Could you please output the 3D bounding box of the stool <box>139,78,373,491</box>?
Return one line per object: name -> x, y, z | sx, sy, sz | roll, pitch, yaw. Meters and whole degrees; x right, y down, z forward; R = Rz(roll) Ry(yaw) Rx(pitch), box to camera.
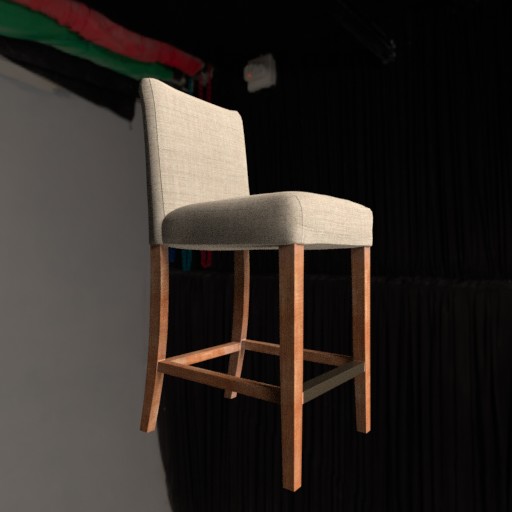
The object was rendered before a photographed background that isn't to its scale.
stool -> 0.000, 0.000, 1.309 | 0.567, 1.039, 0.454 | 0, 1, 37
